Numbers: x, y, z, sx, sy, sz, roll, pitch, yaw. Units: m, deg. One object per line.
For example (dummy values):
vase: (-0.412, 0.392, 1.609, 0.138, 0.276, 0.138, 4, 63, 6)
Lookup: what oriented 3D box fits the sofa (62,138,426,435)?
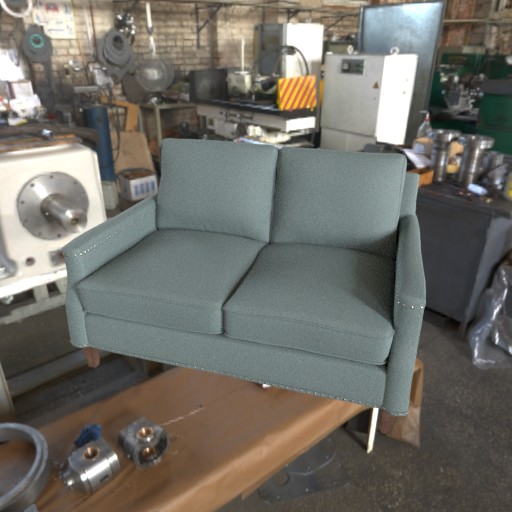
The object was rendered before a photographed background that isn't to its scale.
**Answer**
sofa: (0.000, 0.000, 2.263, 1.597, 1.003, 1.084, 8, 26, 16)
